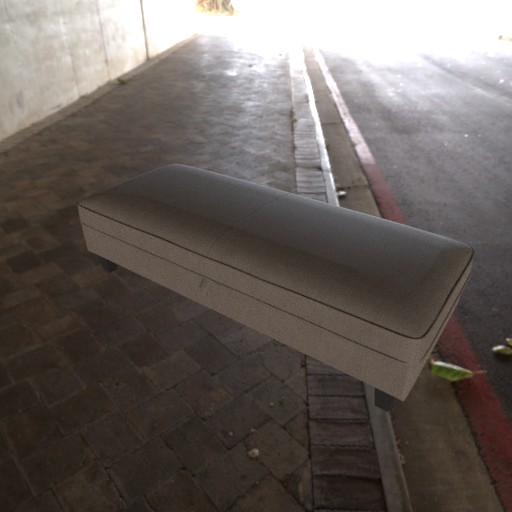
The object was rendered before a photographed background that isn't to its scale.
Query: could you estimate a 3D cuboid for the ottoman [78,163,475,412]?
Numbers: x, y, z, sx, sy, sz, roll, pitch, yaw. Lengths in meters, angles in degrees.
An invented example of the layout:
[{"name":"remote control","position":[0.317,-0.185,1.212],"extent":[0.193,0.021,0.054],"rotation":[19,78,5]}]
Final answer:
[{"name":"ottoman","position":[0.000,0.000,2.105],"extent":[1.764,0.470,0.751],"rotation":[21,37,30]}]
